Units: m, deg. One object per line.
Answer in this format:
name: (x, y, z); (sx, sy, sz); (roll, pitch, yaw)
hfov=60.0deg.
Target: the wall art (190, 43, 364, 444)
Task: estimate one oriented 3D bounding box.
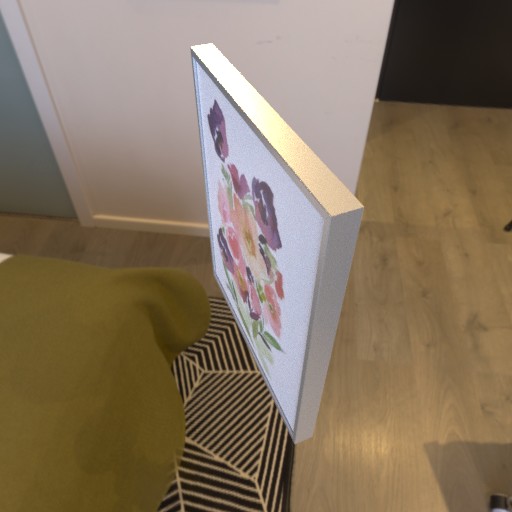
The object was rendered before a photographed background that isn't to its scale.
wall art: (0.000, 0.000, 0.768); (0.038, 0.549, 0.452); (-17, 48, -16)
